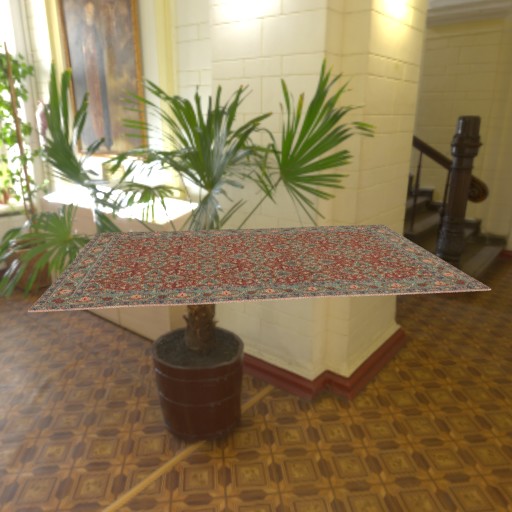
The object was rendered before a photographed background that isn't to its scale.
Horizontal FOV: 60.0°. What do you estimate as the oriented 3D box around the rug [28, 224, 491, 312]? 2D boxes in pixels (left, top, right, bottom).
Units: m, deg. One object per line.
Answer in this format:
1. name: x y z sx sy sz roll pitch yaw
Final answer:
1. rug: 0.000 0.000 3.034 2.439 0.011 1.533 -2 18 -6
